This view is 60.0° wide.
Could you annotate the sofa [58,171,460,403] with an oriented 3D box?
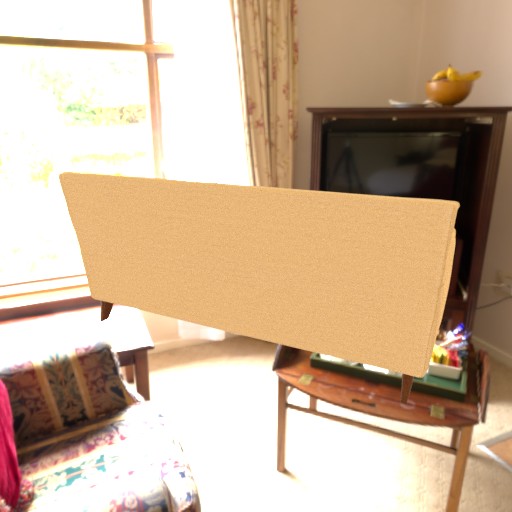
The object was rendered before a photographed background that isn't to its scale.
[{"bbox_3d":[0.000,0.000,2.451,2.001,0.907,0.841,9,19,26],"label":"sofa"}]
